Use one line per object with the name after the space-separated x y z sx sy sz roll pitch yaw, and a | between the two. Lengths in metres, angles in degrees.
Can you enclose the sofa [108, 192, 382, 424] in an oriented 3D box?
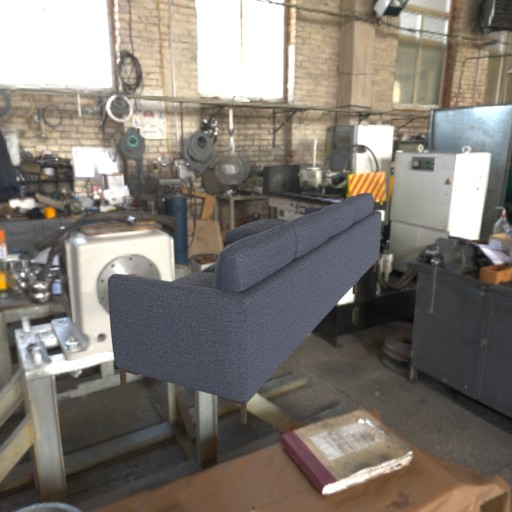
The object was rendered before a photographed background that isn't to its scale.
0.000 0.000 2.865 1.125 0.673 2.445 7 15 25 | sofa
